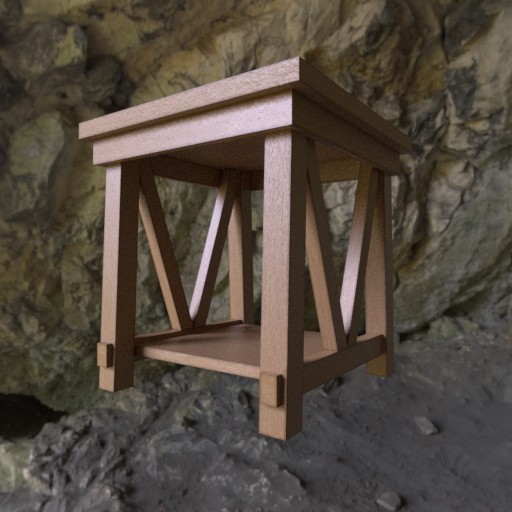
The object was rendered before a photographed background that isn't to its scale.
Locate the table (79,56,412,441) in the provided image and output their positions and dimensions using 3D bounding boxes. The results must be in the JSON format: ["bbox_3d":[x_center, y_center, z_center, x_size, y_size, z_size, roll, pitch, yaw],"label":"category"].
[{"bbox_3d":[0.000,0.000,1.136,0.610,0.638,0.612,0,0,36],"label":"table"}]
